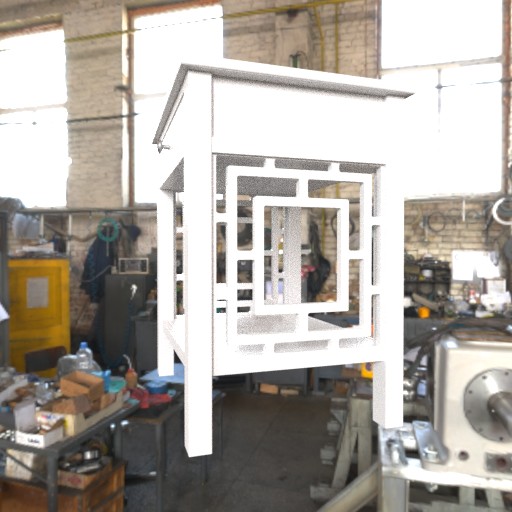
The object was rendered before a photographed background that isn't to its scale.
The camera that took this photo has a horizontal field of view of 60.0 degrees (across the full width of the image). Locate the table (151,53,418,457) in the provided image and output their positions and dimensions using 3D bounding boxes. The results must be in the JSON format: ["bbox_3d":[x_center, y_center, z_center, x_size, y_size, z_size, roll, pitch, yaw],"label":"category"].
[{"bbox_3d":[0.000,0.000,1.028,0.451,0.646,0.564,0,1,-18],"label":"table"}]
